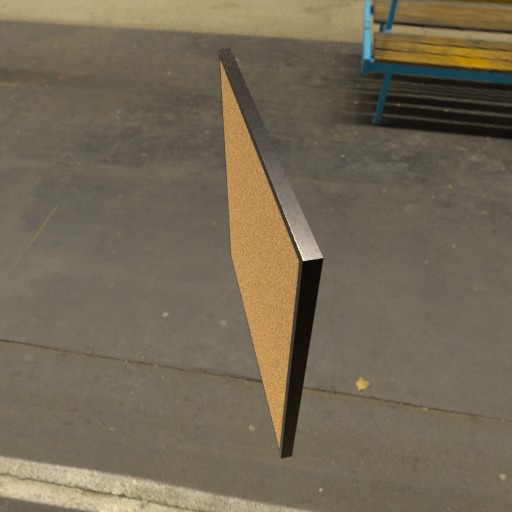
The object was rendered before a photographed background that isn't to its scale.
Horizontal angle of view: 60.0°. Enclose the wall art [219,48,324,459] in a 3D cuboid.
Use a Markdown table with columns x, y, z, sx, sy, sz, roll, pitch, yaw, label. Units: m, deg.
| x | y | z | sx | sy | sz | roll | pitch | yaw | label |
| --- | --- | --- | --- | --- | --- | --- | --- | --- | --- |
| 0.000 | 0.000 | 0.529 | 0.014 | 0.349 | 0.349 | -9 | 47 | -8 | wall art |
